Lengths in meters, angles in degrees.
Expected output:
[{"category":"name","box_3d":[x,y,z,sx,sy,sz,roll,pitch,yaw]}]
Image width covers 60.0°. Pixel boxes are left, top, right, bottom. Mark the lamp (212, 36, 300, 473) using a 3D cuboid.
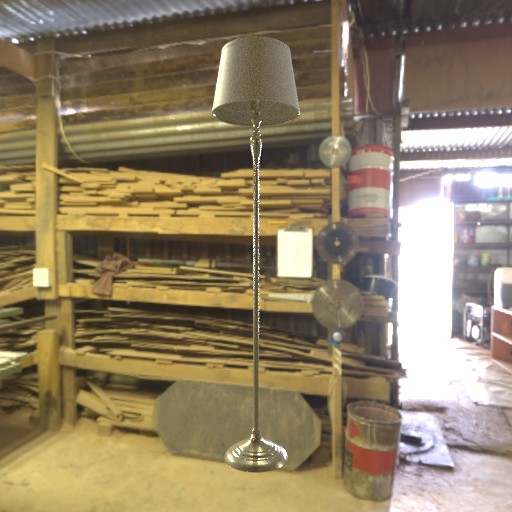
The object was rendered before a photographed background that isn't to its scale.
[{"category":"lamp","box_3d":[0.000,0.000,1.652,0.327,1.506,0.327,0,1,17]}]
